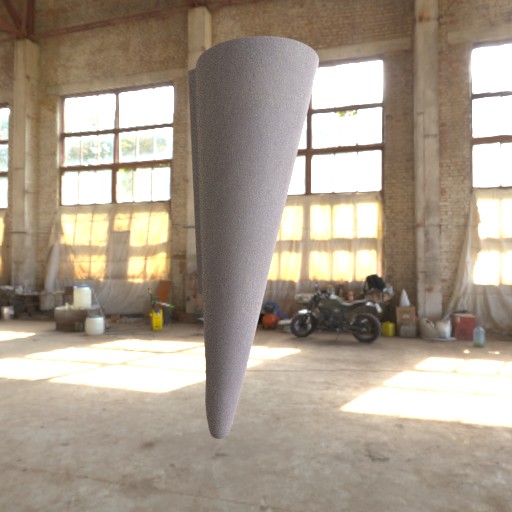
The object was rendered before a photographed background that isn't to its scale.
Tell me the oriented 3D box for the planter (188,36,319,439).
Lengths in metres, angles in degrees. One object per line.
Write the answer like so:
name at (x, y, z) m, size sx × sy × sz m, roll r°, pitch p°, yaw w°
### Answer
planter at (0.000, 0.000, 0.300) m, size 0.087 × 0.259 × 0.078 m, roll -1°, pitch -1°, yaw 36°
